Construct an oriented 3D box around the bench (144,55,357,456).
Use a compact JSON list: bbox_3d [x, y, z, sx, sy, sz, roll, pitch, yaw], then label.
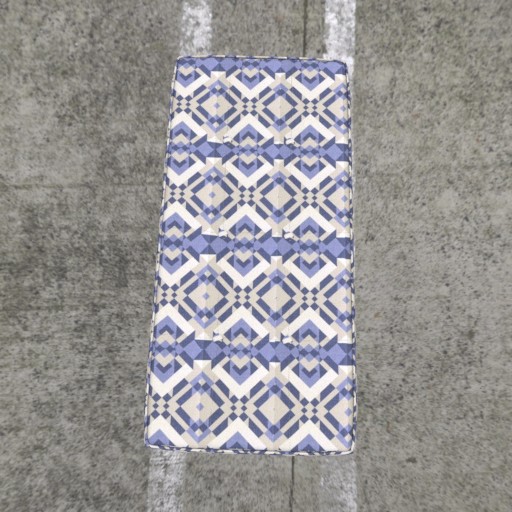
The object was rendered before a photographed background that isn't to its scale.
[{"bbox_3d":[0.000,0.000,1.306,0.492,0.477,1.016,2,77,0],"label":"bench"}]
